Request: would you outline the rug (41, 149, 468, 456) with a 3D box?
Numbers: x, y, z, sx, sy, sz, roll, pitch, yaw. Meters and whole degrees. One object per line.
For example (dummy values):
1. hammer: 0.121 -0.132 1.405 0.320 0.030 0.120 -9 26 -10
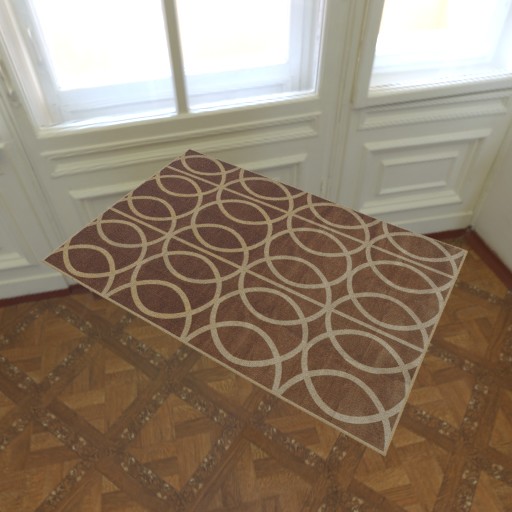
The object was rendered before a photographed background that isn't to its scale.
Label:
1. rug: 0.000 0.000 2.847 2.294 0.014 1.528 24 51 21
